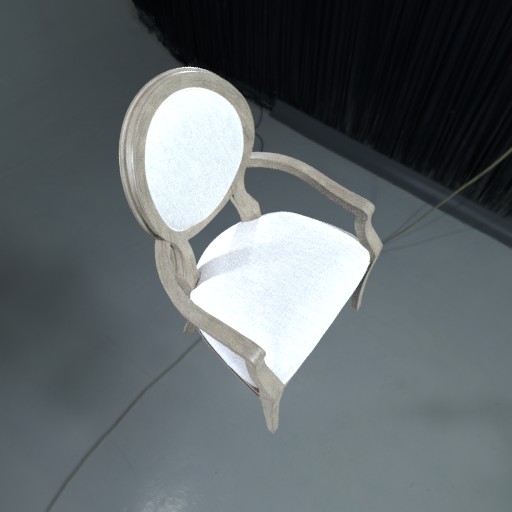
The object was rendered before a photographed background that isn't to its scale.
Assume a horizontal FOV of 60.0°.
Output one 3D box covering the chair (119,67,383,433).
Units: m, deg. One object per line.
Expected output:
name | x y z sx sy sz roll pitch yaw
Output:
chair | 0.000 0.000 1.343 0.602 0.991 0.611 32 64 18
